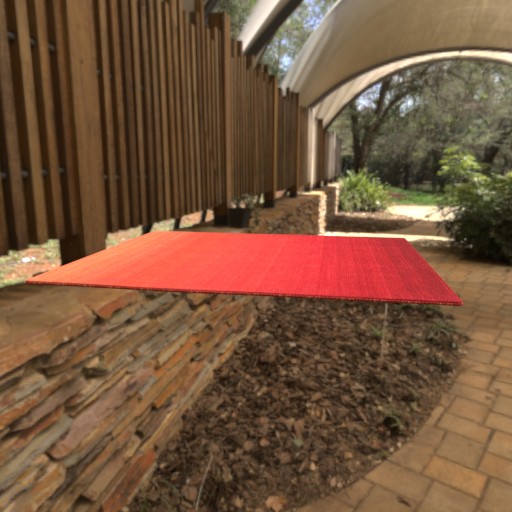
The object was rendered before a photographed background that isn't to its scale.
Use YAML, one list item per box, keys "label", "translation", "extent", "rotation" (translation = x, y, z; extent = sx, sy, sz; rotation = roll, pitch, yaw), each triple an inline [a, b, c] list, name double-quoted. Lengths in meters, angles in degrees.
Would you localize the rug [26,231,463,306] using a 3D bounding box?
- label: "rug"
  translation: [0.000, 0.000, 3.970]
  extent: [2.905, 0.028, 2.340]
  rotation: [2, 12, 10]
